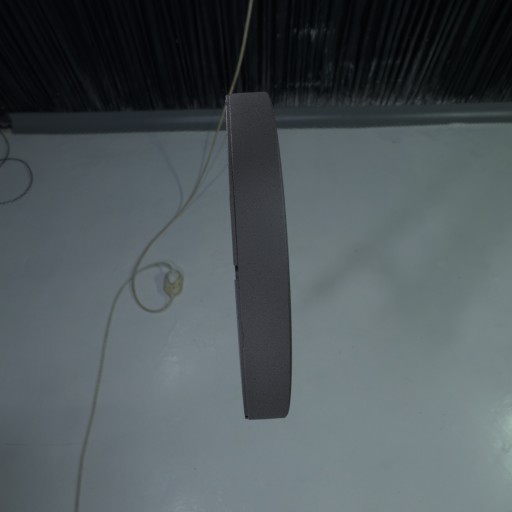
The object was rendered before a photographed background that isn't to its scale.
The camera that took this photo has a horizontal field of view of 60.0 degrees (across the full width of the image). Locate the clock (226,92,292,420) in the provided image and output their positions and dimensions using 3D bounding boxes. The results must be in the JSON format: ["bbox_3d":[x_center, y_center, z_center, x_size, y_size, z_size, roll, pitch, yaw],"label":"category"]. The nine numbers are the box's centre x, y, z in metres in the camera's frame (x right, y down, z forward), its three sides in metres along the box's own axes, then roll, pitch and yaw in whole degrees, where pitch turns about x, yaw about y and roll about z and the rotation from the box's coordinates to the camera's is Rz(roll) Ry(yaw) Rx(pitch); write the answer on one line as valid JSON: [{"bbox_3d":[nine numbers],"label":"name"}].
[{"bbox_3d":[0.000,0.000,0.424,0.040,0.293,0.293,-3,63,-2],"label":"clock"}]
